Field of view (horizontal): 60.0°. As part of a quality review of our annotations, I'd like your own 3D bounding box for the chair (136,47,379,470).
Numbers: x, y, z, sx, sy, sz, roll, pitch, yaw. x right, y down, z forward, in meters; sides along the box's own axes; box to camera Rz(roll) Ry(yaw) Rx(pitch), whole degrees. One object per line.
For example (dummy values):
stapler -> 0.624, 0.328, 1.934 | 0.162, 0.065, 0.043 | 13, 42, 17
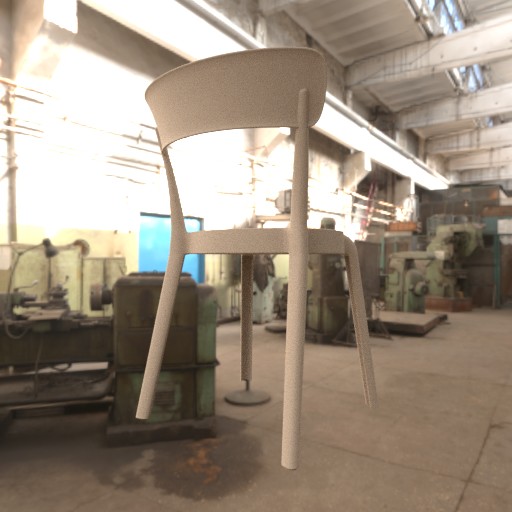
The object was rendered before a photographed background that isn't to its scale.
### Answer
chair -> 0.000, 0.000, 1.100 | 0.506, 0.790, 0.491 | 0, 0, 37
